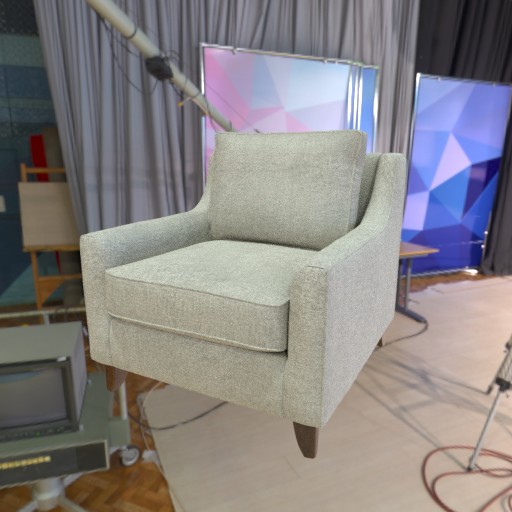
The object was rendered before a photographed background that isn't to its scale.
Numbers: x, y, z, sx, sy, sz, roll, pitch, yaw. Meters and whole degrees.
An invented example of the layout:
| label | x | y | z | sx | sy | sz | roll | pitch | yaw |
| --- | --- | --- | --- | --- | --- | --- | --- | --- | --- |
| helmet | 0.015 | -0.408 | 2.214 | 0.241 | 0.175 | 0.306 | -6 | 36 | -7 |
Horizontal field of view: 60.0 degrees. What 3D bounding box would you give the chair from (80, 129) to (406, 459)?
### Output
| label | x | y | z | sx | sy | sz | roll | pitch | yaw |
| --- | --- | --- | --- | --- | --- | --- | --- | --- | --- |
| chair | 0.000 | 0.000 | 1.561 | 0.838 | 0.864 | 0.918 | 7 | 16 | 27 |
